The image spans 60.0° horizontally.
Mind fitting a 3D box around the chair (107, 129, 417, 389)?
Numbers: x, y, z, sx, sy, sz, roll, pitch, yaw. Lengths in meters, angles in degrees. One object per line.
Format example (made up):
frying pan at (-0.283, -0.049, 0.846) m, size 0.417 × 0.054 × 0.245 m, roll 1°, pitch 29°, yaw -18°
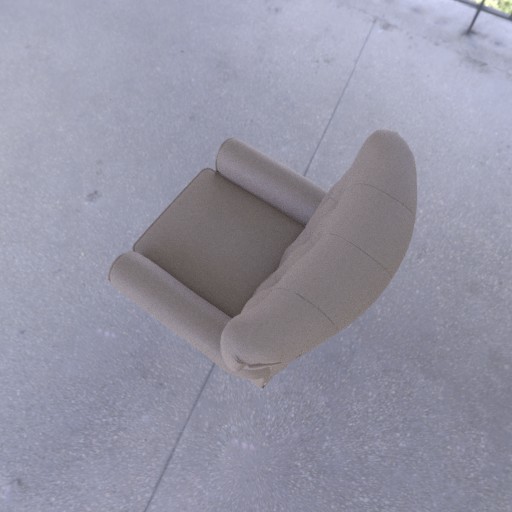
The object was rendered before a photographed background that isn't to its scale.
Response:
chair at (0.000, 0.000, 1.934) m, size 1.041 × 1.138 × 0.999 m, roll 33°, pitch 69°, yaw 14°
